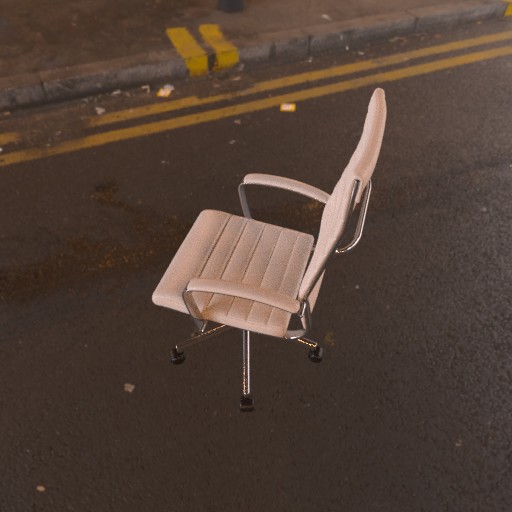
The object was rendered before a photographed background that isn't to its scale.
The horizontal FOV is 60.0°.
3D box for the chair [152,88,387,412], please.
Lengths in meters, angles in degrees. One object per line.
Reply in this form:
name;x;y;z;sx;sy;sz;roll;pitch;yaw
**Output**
chair;0.000;0.000;1.589;0.679;1.149;0.679;13;49;12
